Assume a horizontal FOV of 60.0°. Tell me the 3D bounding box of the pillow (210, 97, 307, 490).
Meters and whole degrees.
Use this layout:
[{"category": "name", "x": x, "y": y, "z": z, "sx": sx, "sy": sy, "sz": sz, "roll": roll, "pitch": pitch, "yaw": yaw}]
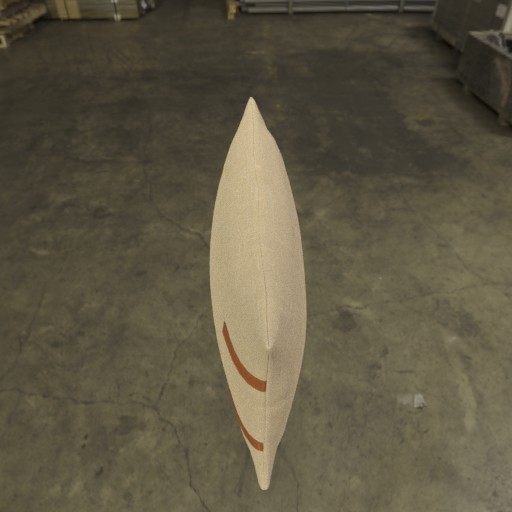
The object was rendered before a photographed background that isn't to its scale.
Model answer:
[{"category": "pillow", "x": 0.000, "y": 0.000, "z": 0.726, "sx": 0.148, "sy": 0.308, "sz": 0.612, "roll": -1, "pitch": 41, "yaw": -2}]
